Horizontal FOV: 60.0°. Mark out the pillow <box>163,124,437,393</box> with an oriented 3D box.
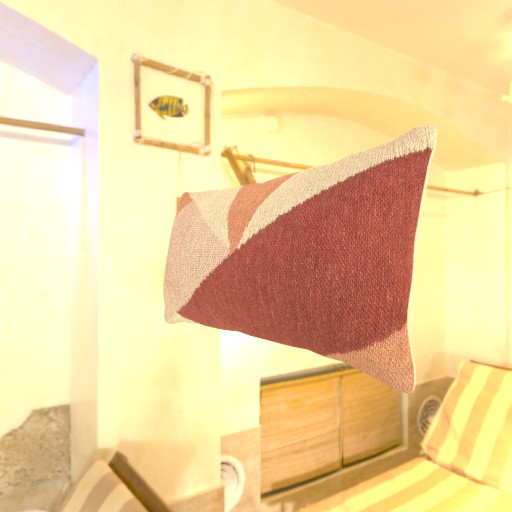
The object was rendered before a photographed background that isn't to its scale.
[{"bbox_3d":[0.000,0.000,0.718,0.155,0.292,0.609,0,0,-36],"label":"pillow"}]
